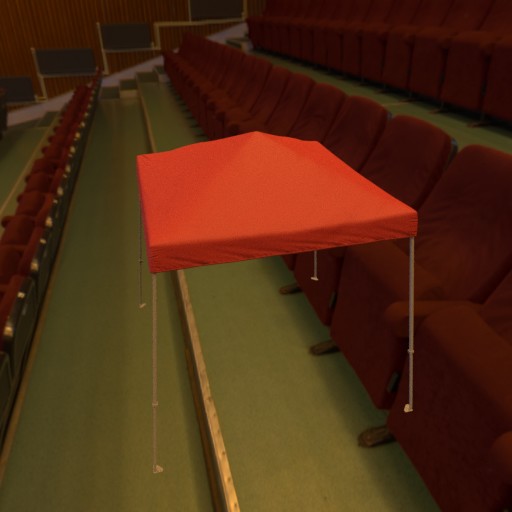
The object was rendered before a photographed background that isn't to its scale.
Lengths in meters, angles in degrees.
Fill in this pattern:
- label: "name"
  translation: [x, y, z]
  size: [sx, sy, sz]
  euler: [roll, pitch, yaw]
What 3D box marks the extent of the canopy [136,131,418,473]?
- label: "canopy"
  translation: [0.000, 0.000, 6.445]
  size: [3.599, 3.600, 3.600]
  euler: [-8, 31, -13]
